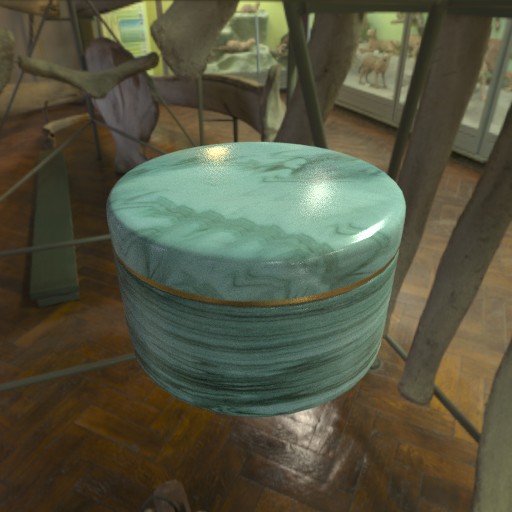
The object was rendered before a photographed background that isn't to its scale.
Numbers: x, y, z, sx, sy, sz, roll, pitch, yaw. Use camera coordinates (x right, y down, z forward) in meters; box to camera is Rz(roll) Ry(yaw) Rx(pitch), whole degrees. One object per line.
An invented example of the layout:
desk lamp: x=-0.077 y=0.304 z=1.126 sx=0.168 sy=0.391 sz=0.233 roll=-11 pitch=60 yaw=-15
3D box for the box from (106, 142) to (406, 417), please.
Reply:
box: x=0.000 y=0.000 z=0.169 sx=0.101 sy=0.063 sz=0.101 roll=0 pitch=31 yaw=0
